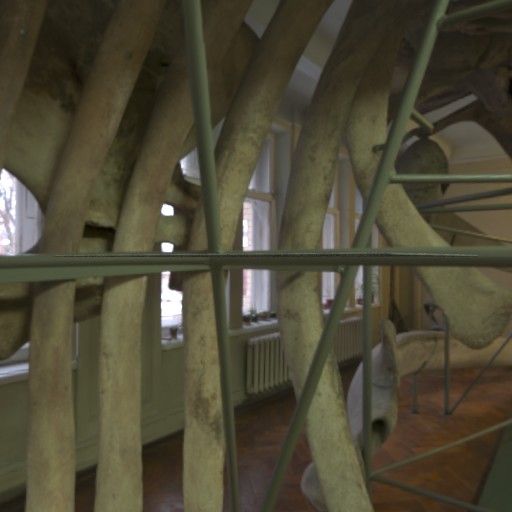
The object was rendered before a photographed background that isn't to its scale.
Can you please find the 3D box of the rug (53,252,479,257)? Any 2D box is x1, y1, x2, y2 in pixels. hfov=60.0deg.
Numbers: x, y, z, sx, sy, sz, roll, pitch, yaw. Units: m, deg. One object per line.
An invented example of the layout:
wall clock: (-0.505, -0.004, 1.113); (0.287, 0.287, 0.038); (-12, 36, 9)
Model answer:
rug: (0.000, 0.000, 3.027); (2.476, 0.011, 1.554); (0, 0, 37)
